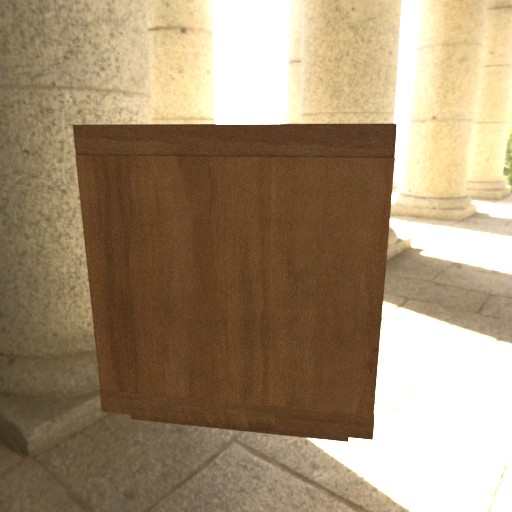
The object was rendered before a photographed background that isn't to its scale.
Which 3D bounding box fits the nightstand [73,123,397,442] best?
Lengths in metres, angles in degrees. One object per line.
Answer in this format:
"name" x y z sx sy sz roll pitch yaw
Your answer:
"nightstand" 0.000 0.000 0.875 0.436 0.491 0.493 2 16 9
